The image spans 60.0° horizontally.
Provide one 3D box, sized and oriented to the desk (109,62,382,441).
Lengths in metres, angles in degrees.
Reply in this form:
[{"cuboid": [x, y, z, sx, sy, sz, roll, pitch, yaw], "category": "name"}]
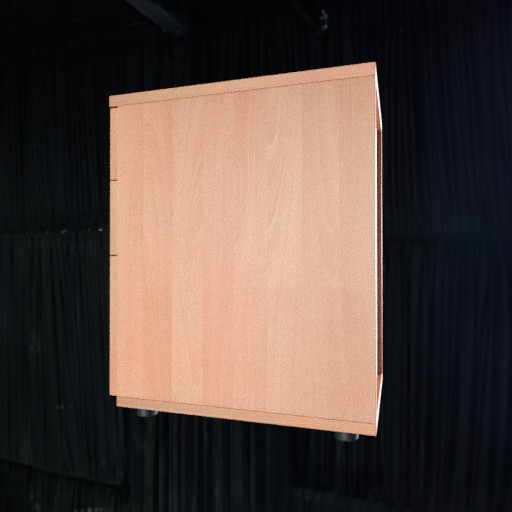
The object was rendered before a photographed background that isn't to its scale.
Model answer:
[{"cuboid": [0.000, 0.000, 1.117, 0.600, 0.730, 0.404, 0, 0, 17], "category": "desk"}]
